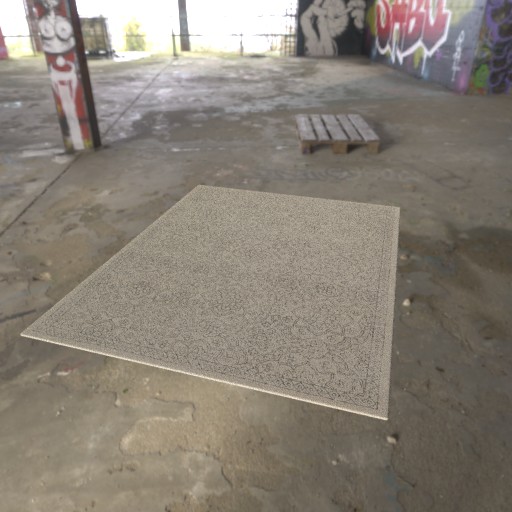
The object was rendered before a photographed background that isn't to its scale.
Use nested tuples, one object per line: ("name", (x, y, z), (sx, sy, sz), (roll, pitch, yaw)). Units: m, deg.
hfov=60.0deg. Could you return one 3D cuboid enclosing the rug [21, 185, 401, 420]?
("rug", (0.000, 0.000, 3.987), (2.441, 0.015, 3.050), (9, 31, 15))
